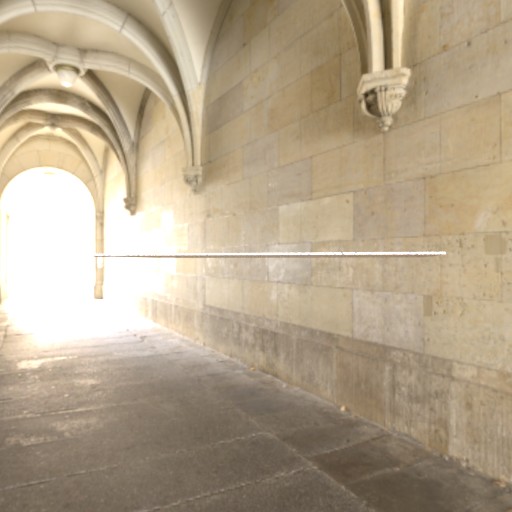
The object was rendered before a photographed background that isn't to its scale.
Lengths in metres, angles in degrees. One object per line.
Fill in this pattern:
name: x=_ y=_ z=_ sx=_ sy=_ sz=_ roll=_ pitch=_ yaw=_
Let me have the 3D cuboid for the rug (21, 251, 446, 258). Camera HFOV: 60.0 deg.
rug: x=0.000 y=0.000 z=4.143 sx=3.049 sy=0.015 sz=2.457 roll=0 pitch=-1 yaw=18
